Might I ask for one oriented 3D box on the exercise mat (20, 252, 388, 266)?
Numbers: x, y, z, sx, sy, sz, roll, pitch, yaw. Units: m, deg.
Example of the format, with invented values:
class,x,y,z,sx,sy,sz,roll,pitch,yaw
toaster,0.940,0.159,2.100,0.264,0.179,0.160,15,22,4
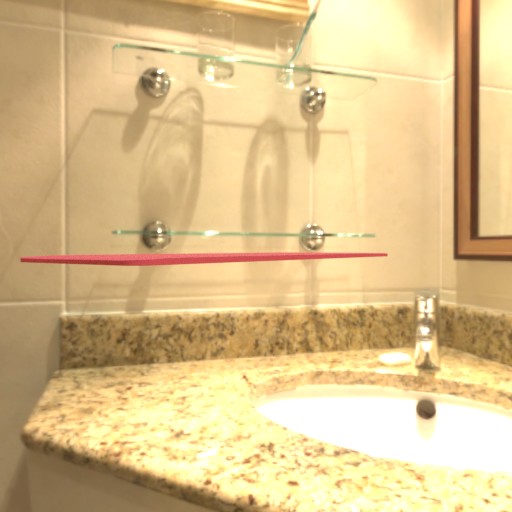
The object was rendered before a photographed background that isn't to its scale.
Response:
class,x,y,z,sx,sy,sz,roll,pitch,yaw
exercise mat,0.000,0.000,2.049,0.616,0.021,1.884,1,1,36
